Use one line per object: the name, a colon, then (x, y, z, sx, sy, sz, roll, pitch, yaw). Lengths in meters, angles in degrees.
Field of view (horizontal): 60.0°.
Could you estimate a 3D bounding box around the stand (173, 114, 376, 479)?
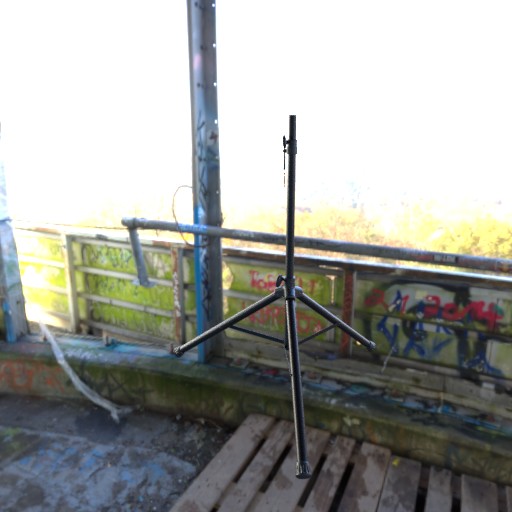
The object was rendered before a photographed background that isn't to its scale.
stand: (0.000, 0.000, 1.881, 0.907, 1.136, 1.045, 7, 16, 27)
